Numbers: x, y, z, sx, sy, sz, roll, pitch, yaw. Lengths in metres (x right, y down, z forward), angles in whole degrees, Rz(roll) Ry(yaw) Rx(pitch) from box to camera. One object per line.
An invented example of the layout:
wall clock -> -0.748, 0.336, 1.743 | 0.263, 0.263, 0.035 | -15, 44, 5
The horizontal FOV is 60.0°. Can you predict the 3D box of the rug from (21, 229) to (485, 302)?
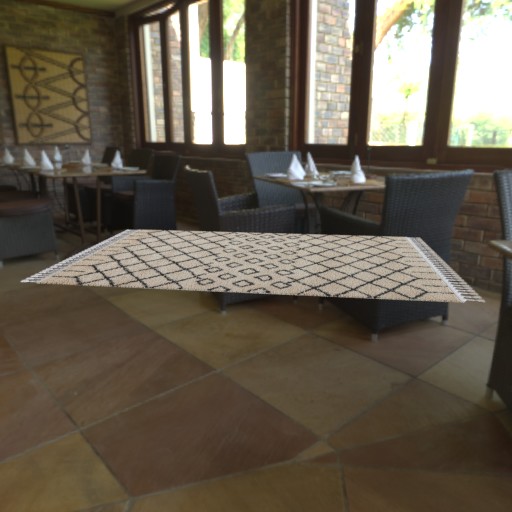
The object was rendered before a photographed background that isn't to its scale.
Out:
rug -> 0.000, 0.000, 2.457 | 2.006, 0.008, 1.196 | 2, 15, 7
